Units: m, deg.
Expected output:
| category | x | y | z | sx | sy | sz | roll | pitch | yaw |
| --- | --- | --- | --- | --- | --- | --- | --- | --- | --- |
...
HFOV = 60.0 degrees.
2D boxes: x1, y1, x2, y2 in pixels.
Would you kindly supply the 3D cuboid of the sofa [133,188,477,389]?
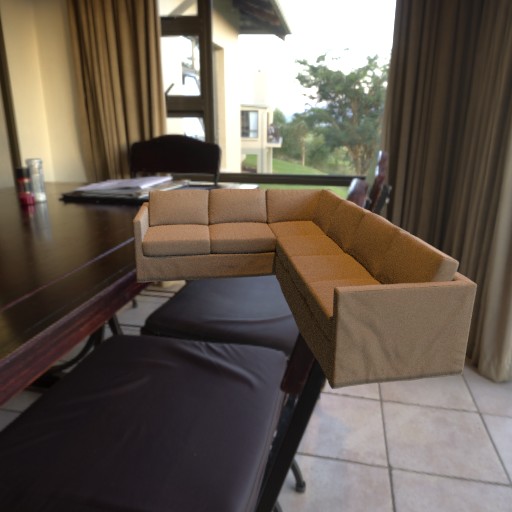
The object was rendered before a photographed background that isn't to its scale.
| category | x | y | z | sx | sy | sz | roll | pitch | yaw |
| --- | --- | --- | --- | --- | --- | --- | --- | --- | --- |
| sofa | 0.000 | 0.000 | 4.228 | 2.432 | 0.871 | 3.182 | -2 | 17 | -7 |
